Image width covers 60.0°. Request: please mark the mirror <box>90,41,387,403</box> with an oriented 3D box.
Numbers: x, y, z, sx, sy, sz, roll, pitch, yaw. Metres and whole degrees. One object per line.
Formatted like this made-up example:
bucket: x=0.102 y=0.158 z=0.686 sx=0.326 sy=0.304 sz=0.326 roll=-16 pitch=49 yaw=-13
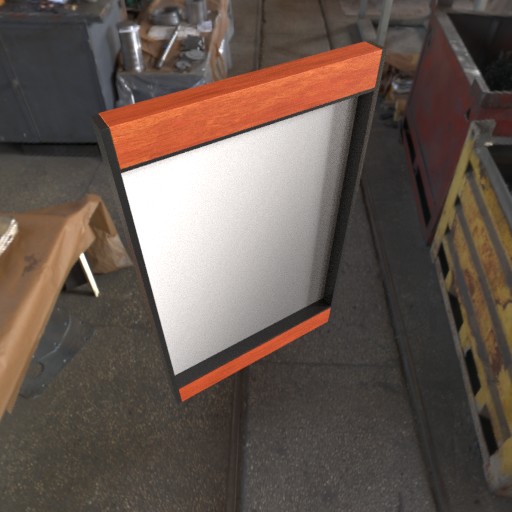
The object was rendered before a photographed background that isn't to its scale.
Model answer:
mirror: x=0.000 y=0.000 z=1.006 sx=0.525 sy=0.823 sz=0.047 roll=-24 pitch=51 yaw=-21
